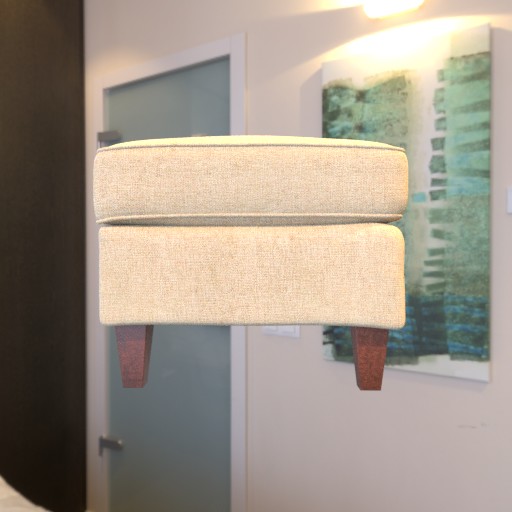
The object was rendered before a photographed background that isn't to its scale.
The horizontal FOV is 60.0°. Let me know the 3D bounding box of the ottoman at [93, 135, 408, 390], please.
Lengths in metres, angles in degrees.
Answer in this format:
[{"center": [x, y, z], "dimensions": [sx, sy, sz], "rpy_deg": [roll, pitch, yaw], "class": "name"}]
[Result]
[{"center": [0.000, 0.000, 1.208], "dimensions": [0.583, 0.484, 0.862], "rpy_deg": [0, 1, 2], "class": "ottoman"}]
